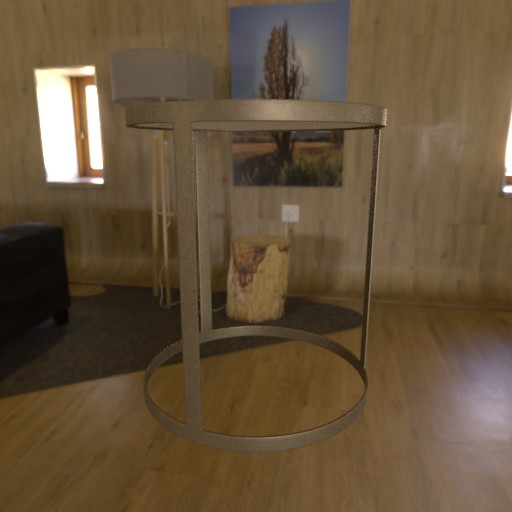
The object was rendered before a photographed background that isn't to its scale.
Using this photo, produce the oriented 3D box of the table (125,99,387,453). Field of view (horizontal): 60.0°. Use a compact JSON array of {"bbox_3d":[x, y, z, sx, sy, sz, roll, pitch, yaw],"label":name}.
[{"bbox_3d":[0.000,0.000,0.912,0.480,0.565,0.480,0,14,0],"label":"table"}]
